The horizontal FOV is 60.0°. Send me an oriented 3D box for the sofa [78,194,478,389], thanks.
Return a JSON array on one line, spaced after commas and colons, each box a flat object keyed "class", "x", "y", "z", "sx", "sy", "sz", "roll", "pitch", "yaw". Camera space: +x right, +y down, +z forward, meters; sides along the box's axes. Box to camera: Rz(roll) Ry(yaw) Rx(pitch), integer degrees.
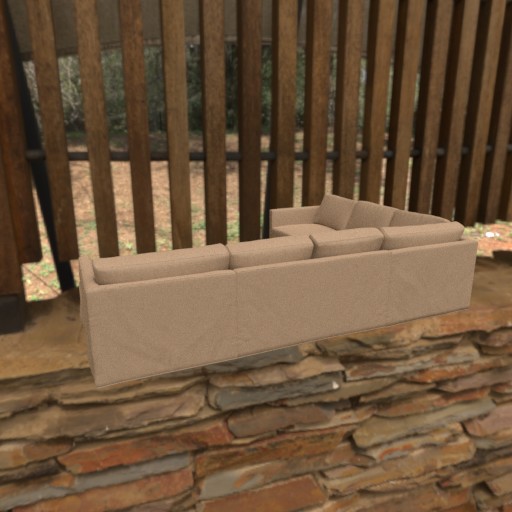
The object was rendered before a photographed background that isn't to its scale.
[{"class": "sofa", "x": 0.000, "y": 0.000, "z": 4.559, "sx": 3.460, "sy": 0.882, "sz": 2.427, "roll": -7, "pitch": 17, "yaw": -23}]
